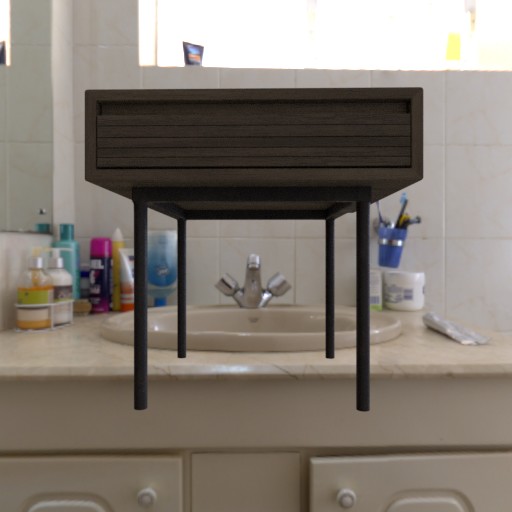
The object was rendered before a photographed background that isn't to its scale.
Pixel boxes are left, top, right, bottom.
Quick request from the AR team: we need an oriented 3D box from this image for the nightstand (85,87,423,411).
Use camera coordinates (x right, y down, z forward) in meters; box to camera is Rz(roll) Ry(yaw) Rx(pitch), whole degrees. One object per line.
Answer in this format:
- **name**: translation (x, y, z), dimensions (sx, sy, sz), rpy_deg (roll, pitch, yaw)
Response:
- **nightstand**: translation (0.000, 0.000, 0.904), dimensions (0.502, 0.497, 0.503), rpy_deg (0, 0, 1)
